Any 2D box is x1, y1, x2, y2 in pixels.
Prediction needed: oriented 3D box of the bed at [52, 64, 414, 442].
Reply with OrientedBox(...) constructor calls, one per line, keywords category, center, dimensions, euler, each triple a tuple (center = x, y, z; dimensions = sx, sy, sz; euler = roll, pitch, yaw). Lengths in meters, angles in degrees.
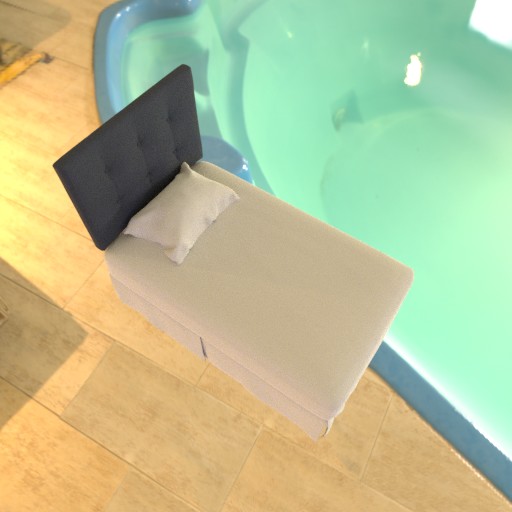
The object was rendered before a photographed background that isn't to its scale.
OrientedBox(category="bed", center=(0.000, 0.000, 3.038), dimensions=(1.997, 1.571, 1.261), euler=(30, 62, 18))
